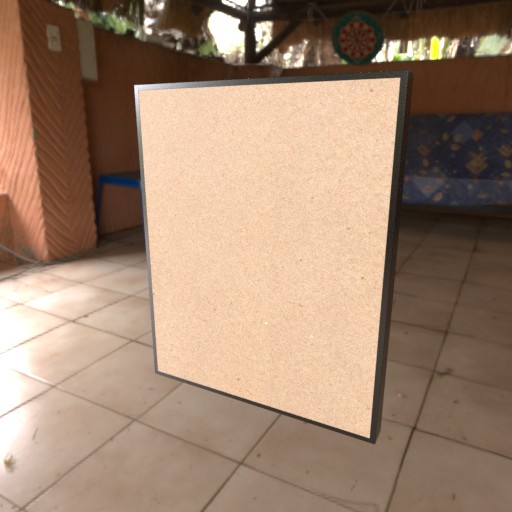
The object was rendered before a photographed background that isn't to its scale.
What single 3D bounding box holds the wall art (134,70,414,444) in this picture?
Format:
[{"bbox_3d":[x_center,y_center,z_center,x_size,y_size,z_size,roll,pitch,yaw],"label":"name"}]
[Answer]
[{"bbox_3d":[0.000,0.000,0.742,0.448,0.551,0.038,9,18,27],"label":"wall art"}]
